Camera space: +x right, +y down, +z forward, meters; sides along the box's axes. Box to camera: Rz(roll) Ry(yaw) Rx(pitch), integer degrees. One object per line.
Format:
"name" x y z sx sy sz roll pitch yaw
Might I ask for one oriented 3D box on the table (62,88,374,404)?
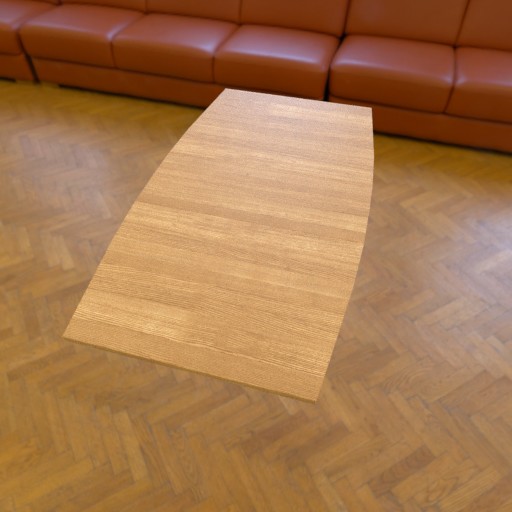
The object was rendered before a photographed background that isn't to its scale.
"table" 0.000 0.000 2.058 0.900 0.748 1.598 11 49 10
